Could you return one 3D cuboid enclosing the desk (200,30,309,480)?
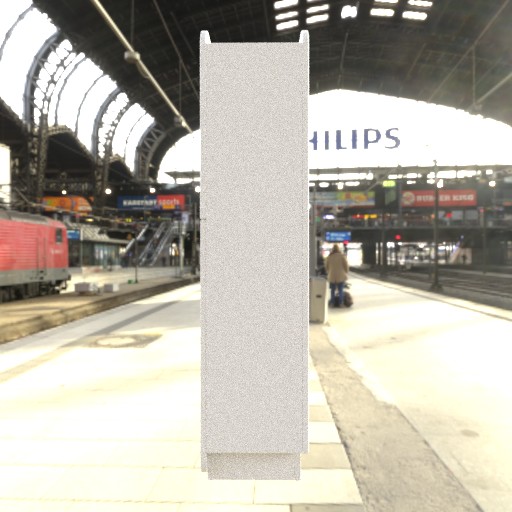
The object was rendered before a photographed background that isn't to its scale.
[{"bbox_3d":[0.000,0.000,1.529,0.278,1.190,0.795,0,0,1],"label":"desk"}]
